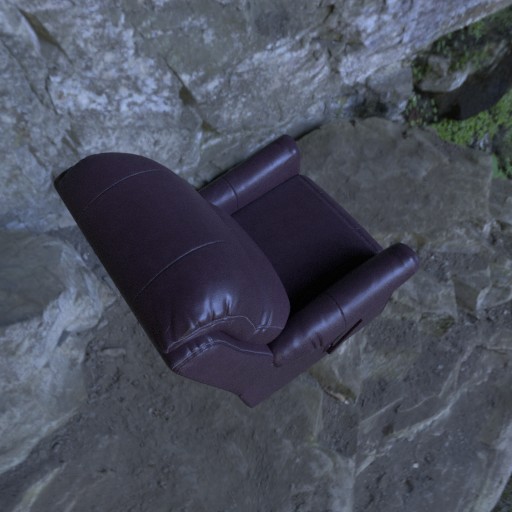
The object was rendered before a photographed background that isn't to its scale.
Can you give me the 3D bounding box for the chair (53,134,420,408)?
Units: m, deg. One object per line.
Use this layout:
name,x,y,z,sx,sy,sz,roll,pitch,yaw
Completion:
chair,0.000,0.000,1.716,1.014,1.054,0.838,-32,64,-18
